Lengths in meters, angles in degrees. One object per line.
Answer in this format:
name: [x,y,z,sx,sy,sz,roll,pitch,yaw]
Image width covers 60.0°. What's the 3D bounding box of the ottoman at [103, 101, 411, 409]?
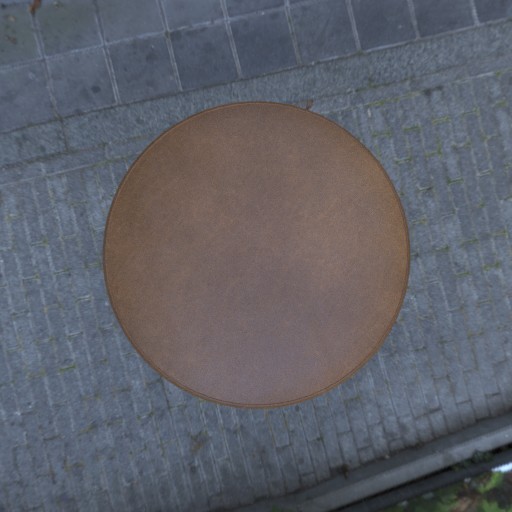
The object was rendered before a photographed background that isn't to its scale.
ottoman: [0.000,0.000,1.016,0.607,0.438,0.607,0,88,-1]
